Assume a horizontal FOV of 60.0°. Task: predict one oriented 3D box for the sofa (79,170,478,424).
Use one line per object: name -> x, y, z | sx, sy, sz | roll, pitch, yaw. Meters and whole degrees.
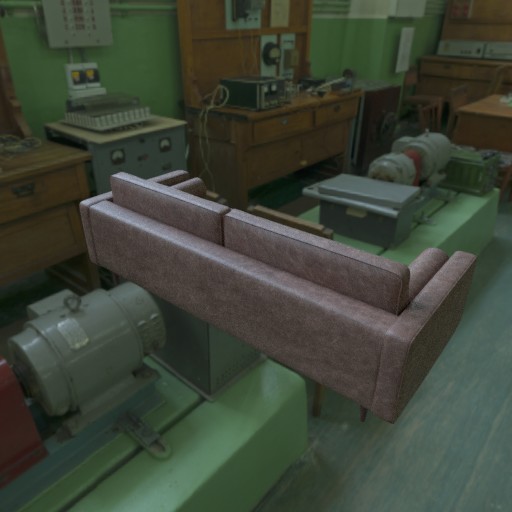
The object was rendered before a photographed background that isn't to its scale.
sofa -> 0.000, 0.000, 2.627 | 2.210, 0.762, 0.914 | 21, 36, 33
